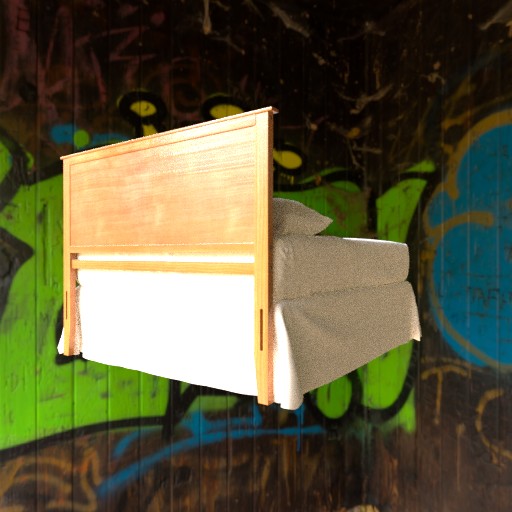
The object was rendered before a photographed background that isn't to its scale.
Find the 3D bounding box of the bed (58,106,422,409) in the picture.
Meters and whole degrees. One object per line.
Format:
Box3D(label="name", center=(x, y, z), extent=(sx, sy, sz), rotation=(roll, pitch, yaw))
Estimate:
Box3D(label="bed", center=(0.000, 0.000, 3.157), extent=(1.870, 1.273, 2.035), rotation=(0, 0, 37))
